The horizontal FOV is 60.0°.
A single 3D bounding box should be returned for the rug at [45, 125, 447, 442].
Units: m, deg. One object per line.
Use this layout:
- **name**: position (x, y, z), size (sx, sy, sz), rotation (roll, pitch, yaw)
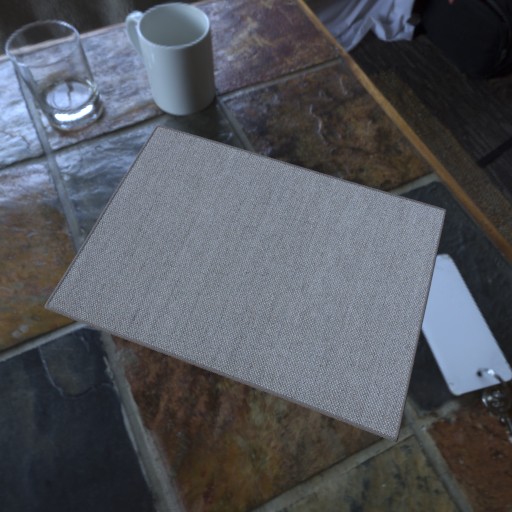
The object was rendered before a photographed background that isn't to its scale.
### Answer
- **rug**: position (0.000, 0.000, 2.762), size (2.115, 0.013, 1.517), rotation (18, 65, 9)
